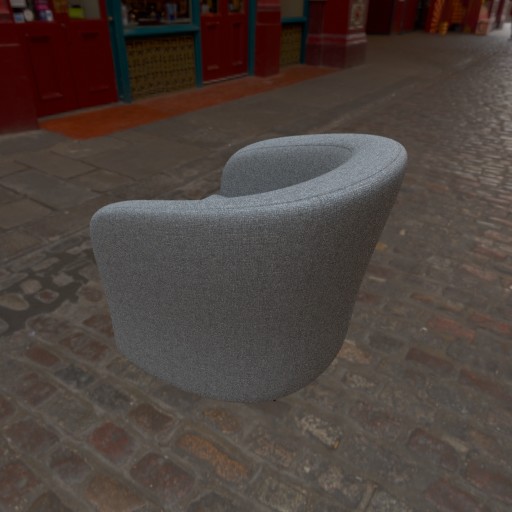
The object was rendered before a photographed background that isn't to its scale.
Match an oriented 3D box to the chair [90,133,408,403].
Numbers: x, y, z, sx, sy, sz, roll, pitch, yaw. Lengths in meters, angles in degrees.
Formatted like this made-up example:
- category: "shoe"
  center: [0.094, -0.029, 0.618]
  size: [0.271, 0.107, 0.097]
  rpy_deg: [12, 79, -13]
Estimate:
- category: "chair"
  center: [0.000, 0.000, 1.437]
  size: [0.815, 0.771, 0.791]
  rpy_deg: [19, 36, 29]
